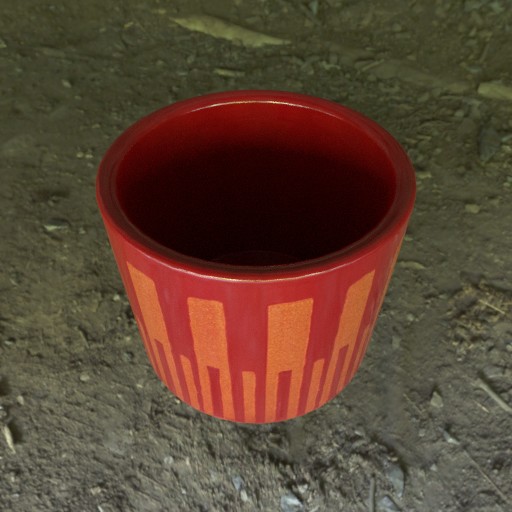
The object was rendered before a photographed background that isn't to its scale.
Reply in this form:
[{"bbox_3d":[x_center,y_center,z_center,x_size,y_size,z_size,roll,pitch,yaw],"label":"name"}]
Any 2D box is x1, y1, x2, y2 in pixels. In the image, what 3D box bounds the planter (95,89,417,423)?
[{"bbox_3d":[0.000,0.000,0.396,0.230,0.202,0.230,0,46,0],"label":"planter"}]
